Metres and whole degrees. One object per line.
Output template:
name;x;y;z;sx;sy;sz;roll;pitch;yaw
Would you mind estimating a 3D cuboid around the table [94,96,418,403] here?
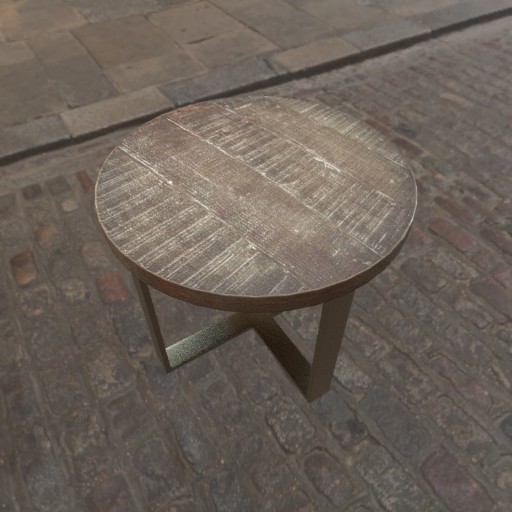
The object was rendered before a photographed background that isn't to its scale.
table;0.000;0.000;0.946;0.557;0.437;0.557;0;47;0
